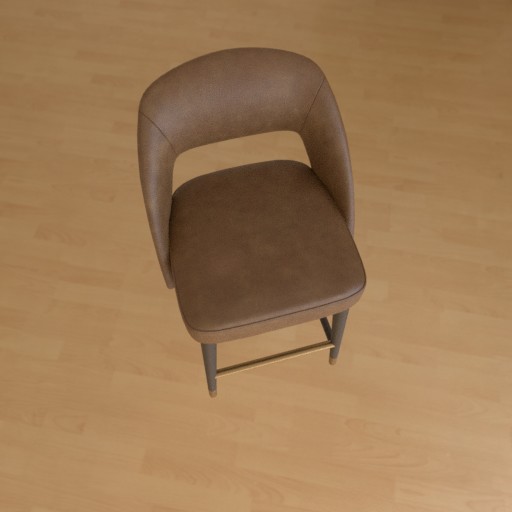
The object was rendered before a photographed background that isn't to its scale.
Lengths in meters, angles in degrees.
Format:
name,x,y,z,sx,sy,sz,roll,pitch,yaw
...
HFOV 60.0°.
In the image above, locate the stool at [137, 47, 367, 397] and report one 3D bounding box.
name,x,y,z,sx,sy,sz,roll,pitch,yaw
stool,0.000,0.000,1.225,0.494,0.940,0.509,-13,64,-7
